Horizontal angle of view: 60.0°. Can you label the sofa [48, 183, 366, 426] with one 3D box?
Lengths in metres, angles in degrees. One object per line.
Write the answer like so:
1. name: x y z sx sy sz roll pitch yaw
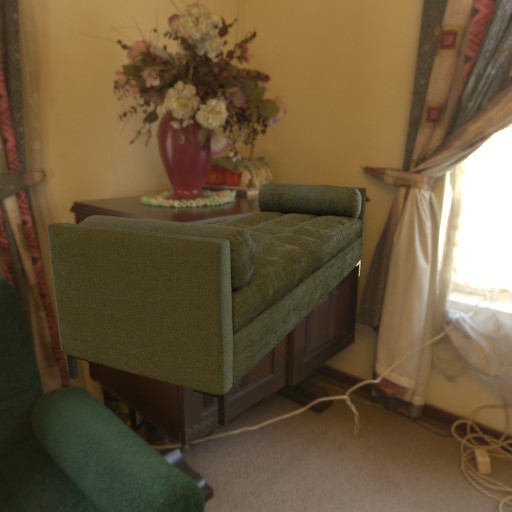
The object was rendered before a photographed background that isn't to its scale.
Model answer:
1. sofa: 0.000 0.000 2.517 0.817 0.681 2.130 7 15 25
